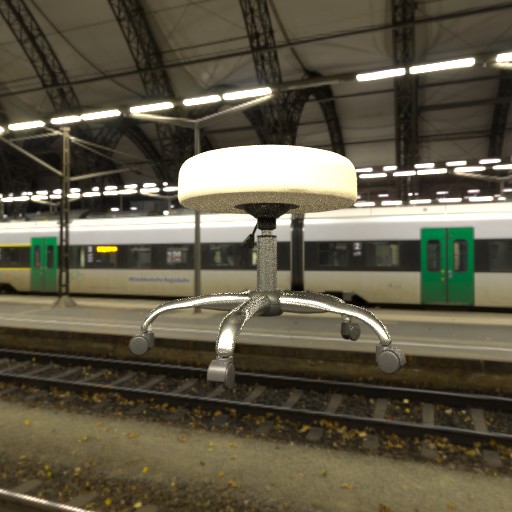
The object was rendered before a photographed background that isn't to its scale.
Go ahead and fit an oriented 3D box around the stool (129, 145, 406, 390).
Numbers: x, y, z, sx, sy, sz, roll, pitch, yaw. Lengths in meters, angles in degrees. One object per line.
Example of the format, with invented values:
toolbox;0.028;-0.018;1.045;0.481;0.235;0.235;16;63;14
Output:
stool;0.000;0.000;1.090;0.614;0.482;0.634;0;0;-1
